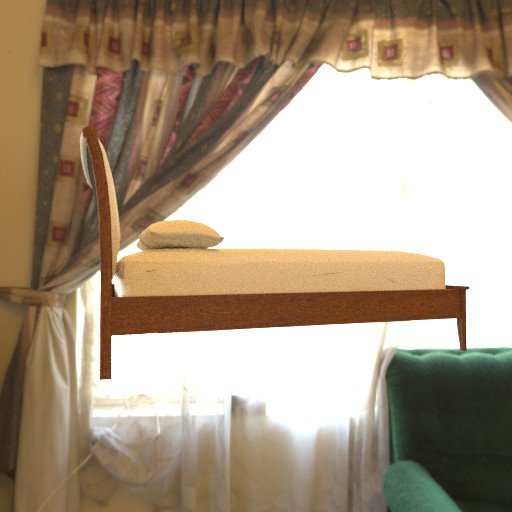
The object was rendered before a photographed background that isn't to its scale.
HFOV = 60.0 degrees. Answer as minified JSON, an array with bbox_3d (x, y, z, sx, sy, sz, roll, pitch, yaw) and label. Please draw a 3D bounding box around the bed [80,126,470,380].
[{"bbox_3d":[0.000,0.000,3.256,2.380,1.250,1.612,0,-1,-19],"label":"bed"}]
